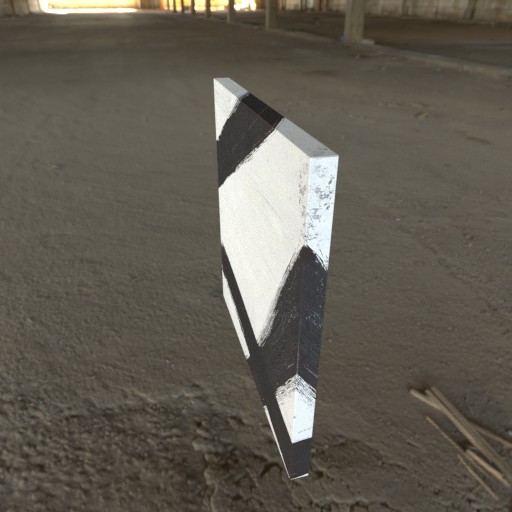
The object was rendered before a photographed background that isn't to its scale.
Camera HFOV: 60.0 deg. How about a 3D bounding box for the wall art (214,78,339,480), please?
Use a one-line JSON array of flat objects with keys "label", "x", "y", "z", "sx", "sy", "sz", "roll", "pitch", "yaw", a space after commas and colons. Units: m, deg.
[{"label": "wall art", "x": 0.000, "y": 0.000, "z": 1.158, "sx": 0.046, "sy": 0.765, "sz": 0.765, "roll": -8, "pitch": 31, "yaw": -13}]
